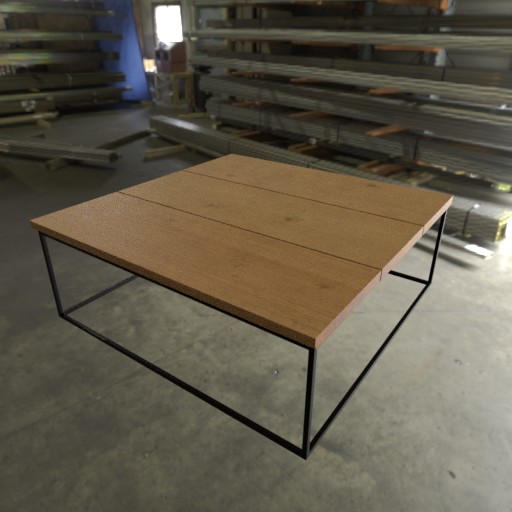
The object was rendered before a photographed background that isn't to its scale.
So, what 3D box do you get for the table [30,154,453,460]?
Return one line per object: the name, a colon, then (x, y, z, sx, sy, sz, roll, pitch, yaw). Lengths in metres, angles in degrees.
table: (0.000, 0.000, 1.704, 1.100, 0.400, 1.100, 18, 32, 31)
